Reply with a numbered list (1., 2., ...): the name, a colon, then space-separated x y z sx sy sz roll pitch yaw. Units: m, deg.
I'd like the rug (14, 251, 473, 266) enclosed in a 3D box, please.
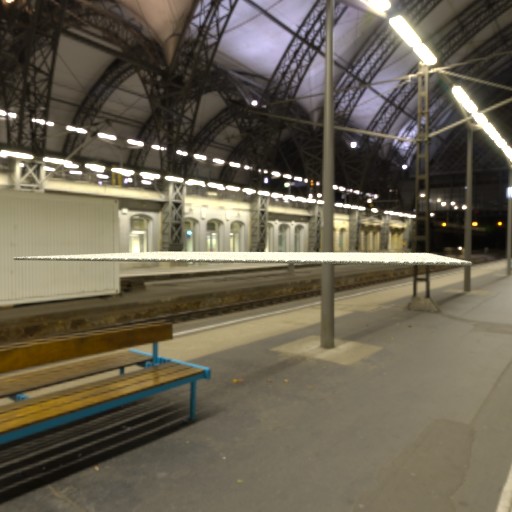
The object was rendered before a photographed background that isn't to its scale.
1. rug: 0.000 0.000 2.719 2.144 0.015 1.543 0 2 15
